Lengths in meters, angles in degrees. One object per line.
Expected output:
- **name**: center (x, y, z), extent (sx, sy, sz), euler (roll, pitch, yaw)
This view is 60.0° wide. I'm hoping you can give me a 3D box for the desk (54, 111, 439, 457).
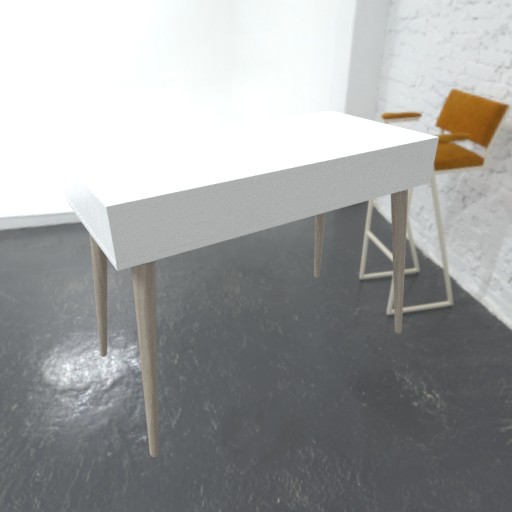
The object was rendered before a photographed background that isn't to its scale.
- **desk**: center (0.000, 0.000, 1.417), extent (0.979, 0.723, 0.491), euler (-17, 33, -28)
